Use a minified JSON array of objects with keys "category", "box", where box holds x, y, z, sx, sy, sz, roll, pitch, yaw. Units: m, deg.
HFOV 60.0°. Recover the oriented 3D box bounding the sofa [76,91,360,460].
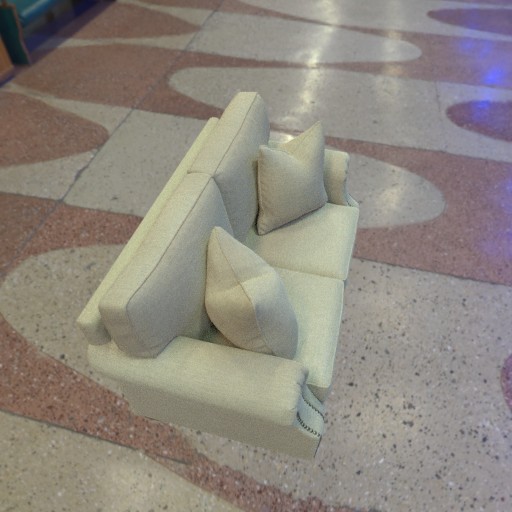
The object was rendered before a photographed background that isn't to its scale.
[{"category":"sofa","box":[0.000,0.000,2.249,0.966,0.966,1.701,11,47,10]}]
